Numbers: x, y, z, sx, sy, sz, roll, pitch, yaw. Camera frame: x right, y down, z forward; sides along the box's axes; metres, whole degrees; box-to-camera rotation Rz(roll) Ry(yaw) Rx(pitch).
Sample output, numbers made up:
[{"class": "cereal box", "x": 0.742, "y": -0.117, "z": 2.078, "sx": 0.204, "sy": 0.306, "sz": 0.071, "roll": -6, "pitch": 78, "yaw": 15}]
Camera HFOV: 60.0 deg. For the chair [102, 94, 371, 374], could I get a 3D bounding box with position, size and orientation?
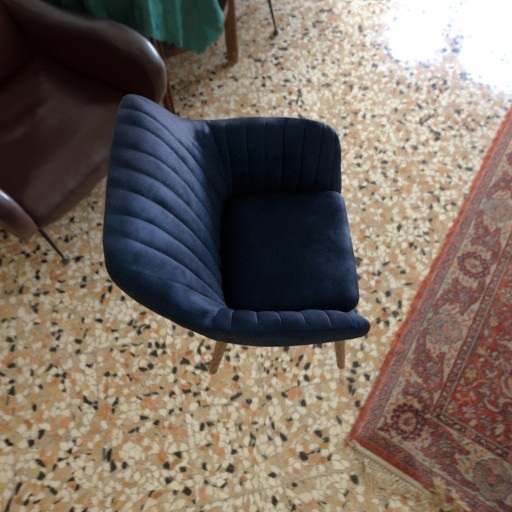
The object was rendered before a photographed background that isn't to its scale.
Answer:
[{"class": "chair", "x": 0.000, "y": 0.000, "z": 1.207, "sx": 0.573, "sy": 0.826, "sz": 0.578, "roll": -3, "pitch": 64, "yaw": -1}]
